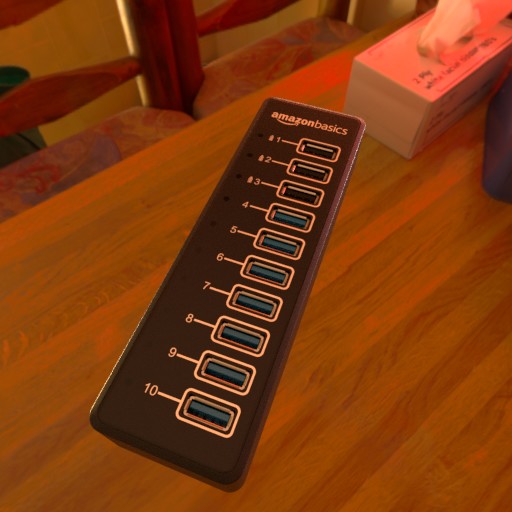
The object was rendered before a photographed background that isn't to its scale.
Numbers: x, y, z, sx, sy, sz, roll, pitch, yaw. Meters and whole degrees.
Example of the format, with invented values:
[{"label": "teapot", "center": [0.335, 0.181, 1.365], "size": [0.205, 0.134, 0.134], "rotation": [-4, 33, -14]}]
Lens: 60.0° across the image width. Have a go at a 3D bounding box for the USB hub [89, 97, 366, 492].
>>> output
[{"label": "USB hub", "center": [0.000, 0.000, 0.159], "size": [0.044, 0.023, 0.145], "rotation": [18, 59, 11]}]
